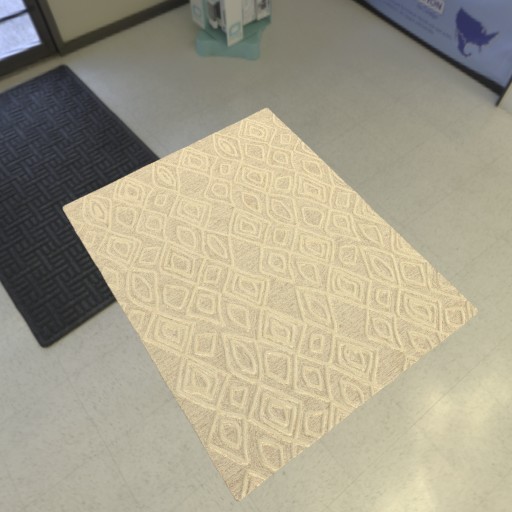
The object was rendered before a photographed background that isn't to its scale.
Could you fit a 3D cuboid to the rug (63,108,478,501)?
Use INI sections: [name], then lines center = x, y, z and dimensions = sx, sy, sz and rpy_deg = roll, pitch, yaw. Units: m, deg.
[rug]
center = 0.000, 0.000, 3.991
dimensions = 2.449, 0.025, 3.049
rpy_deg = -31, 64, -17
